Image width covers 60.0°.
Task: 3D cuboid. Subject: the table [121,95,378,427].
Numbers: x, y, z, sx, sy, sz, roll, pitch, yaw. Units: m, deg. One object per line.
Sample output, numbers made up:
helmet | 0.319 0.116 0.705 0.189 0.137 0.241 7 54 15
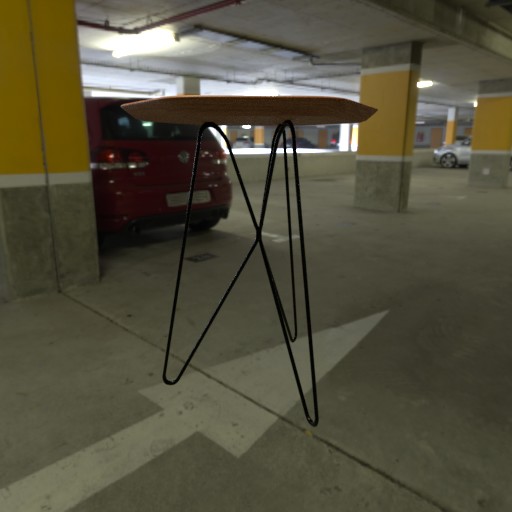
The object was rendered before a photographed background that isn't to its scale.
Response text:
table | 0.000 0.000 0.884 0.400 0.562 0.500 7 16 25
